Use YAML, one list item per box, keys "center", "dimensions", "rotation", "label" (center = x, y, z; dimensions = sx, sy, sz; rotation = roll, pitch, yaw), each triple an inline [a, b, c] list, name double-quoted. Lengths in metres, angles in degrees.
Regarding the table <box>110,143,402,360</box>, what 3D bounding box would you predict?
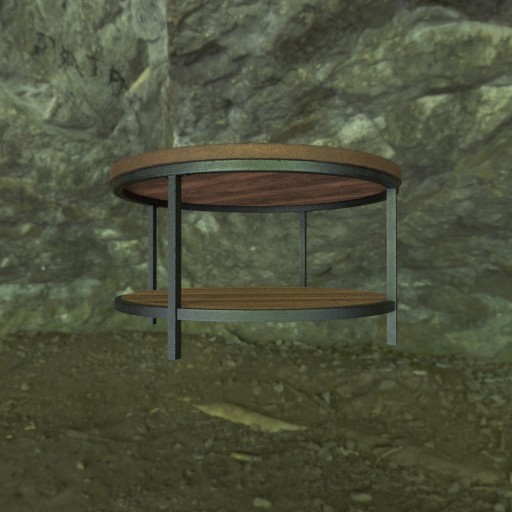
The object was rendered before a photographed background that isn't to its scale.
- center: [0.000, 0.000, 1.337]
  dimensions: [0.837, 0.462, 0.837]
  rotation: [0, -1, 0]
  label: "table"
